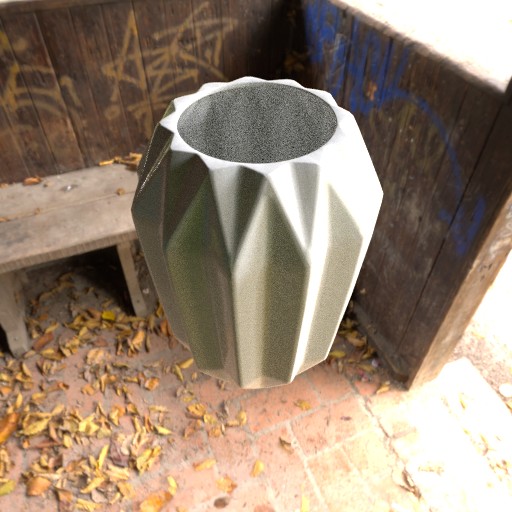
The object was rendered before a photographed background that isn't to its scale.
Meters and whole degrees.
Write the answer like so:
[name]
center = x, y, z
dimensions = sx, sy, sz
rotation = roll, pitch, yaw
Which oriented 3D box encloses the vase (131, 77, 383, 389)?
[vase]
center = 0.000, 0.000, 0.404
dimensions = 0.195, 0.275, 0.195
rotation = 0, 46, 0
